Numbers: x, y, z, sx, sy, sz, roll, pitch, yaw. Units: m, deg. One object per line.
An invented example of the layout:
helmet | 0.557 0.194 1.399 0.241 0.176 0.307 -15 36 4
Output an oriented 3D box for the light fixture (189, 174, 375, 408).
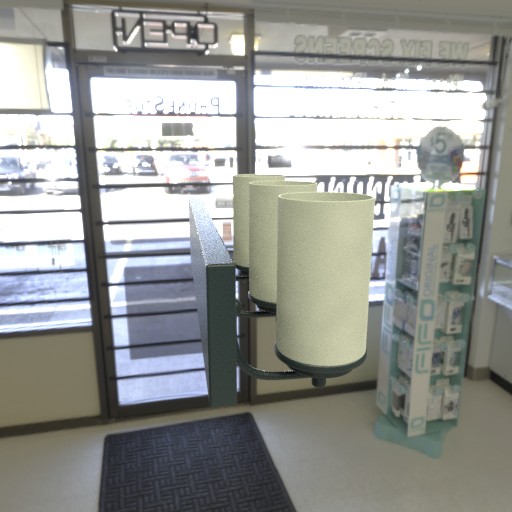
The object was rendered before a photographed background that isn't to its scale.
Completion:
light fixture | 0.000 0.000 0.529 0.145 0.172 0.451 -2 14 -10
